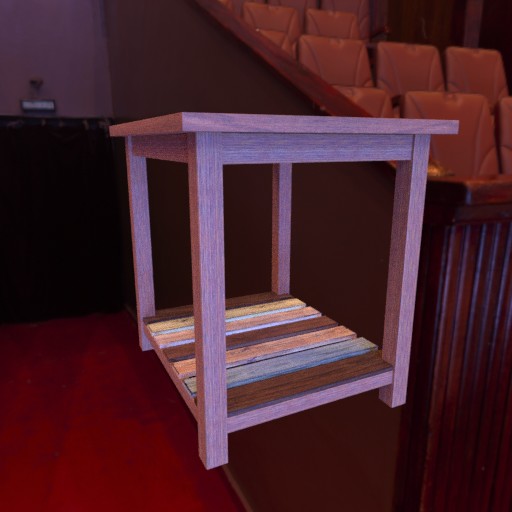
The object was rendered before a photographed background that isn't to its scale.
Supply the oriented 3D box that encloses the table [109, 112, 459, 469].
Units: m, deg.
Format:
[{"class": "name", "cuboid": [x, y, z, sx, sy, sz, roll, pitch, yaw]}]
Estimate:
[{"class": "table", "cuboid": [0.000, 0.000, 1.111, 0.559, 0.635, 0.660, -7, 16, -25]}]
